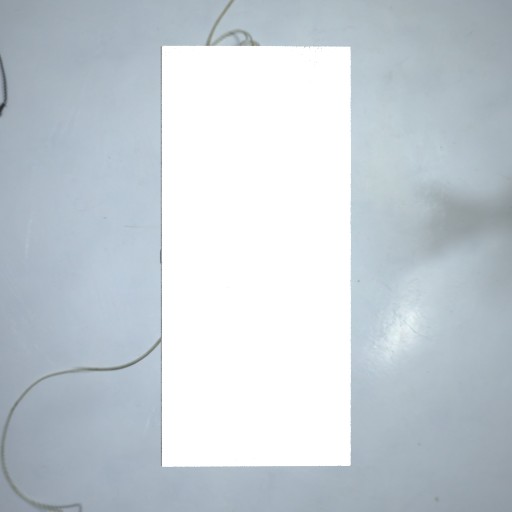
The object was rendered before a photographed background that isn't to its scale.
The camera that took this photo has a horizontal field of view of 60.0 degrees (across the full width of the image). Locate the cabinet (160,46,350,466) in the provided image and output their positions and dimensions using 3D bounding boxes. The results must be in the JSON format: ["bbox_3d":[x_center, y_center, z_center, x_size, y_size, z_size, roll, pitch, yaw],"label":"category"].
[{"bbox_3d":[0.000,0.000,1.219,0.370,0.787,0.781,0,90,-1],"label":"cabinet"}]
